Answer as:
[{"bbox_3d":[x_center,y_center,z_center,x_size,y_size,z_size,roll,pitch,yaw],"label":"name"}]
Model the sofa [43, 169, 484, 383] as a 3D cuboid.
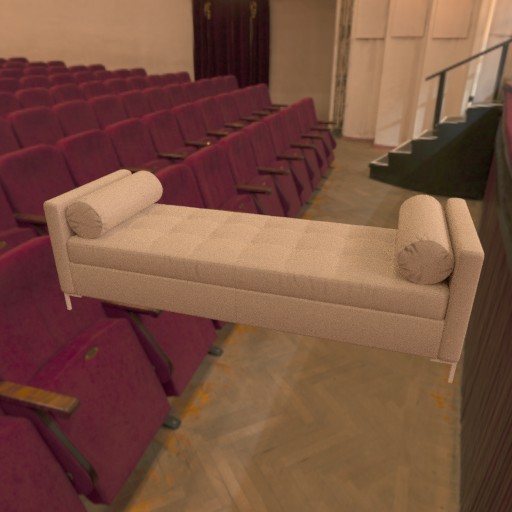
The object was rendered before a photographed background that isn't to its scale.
[{"bbox_3d":[0.000,0.000,2.314,1.981,0.635,0.686,8,26,16],"label":"sofa"}]
